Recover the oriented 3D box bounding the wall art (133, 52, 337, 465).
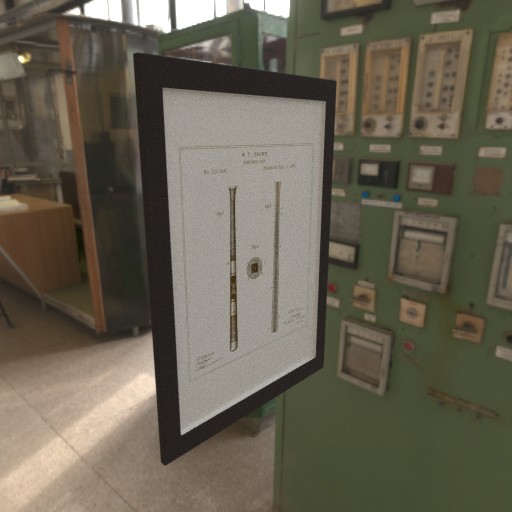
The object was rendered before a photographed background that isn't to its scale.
[{"bbox_3d":[0.000,0.000,0.677,0.012,0.529,0.374,14,21,42],"label":"wall art"}]
